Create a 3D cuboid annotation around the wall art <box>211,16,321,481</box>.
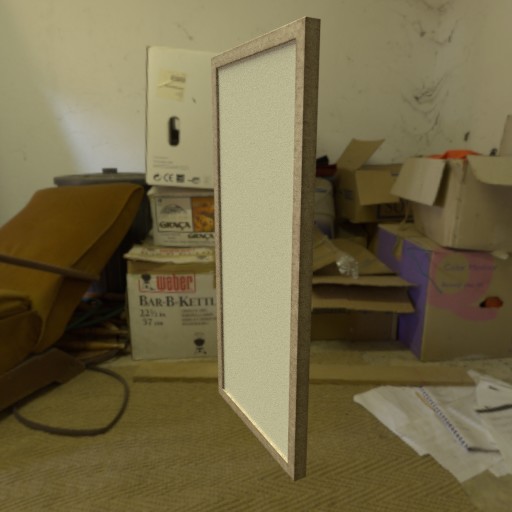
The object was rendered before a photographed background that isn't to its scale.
[{"bbox_3d":[0.000,0.000,1.643,0.051,1.461,0.648,-7,16,-27],"label":"wall art"}]
